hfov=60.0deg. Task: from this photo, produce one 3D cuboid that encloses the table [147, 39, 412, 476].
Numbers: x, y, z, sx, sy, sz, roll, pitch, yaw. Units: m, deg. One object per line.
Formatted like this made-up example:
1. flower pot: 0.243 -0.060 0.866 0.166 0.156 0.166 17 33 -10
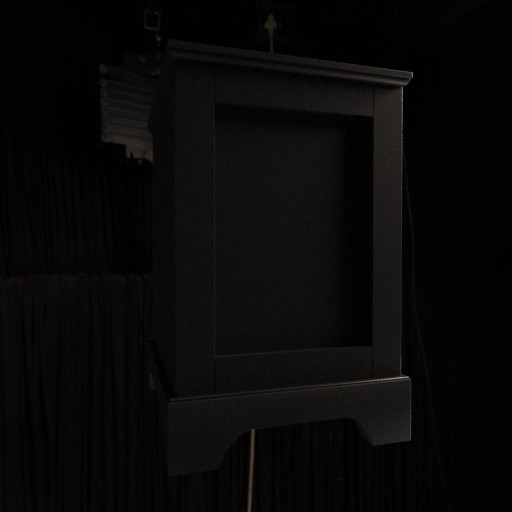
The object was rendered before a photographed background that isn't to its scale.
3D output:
1. table: 0.000 0.000 0.895 0.399 0.610 0.460 0 1 -17
